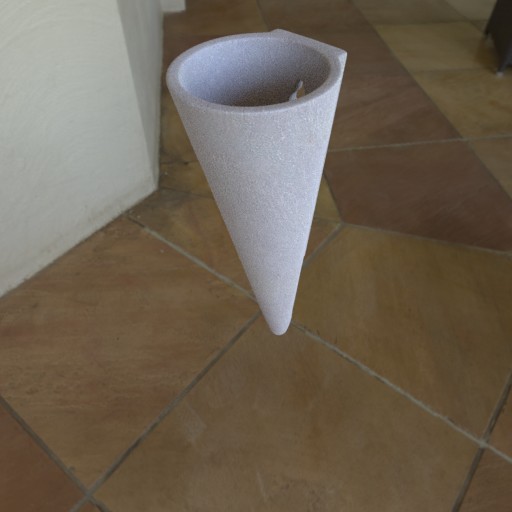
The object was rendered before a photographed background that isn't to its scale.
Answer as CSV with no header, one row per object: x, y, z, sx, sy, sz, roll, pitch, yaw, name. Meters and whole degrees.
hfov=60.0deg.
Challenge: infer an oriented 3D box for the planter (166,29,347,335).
0.000,0.000,0.300,0.078,0.259,0.087,33,55,27,planter
